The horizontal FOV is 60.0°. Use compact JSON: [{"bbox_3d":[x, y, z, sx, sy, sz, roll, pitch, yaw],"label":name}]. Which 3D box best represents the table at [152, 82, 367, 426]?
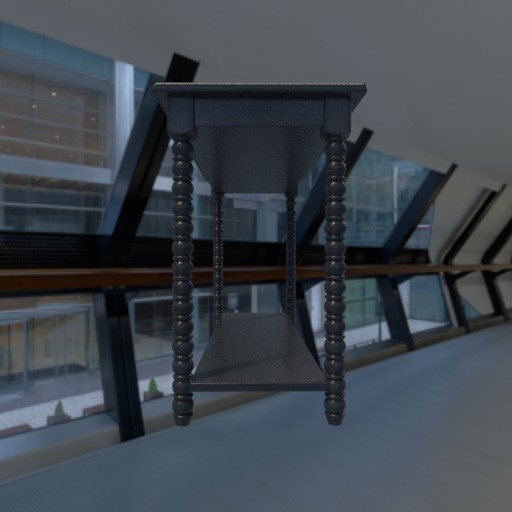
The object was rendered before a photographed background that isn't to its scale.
[{"bbox_3d":[0.000,0.000,1.516,0.459,0.735,1.184,0,1,-1],"label":"table"}]
